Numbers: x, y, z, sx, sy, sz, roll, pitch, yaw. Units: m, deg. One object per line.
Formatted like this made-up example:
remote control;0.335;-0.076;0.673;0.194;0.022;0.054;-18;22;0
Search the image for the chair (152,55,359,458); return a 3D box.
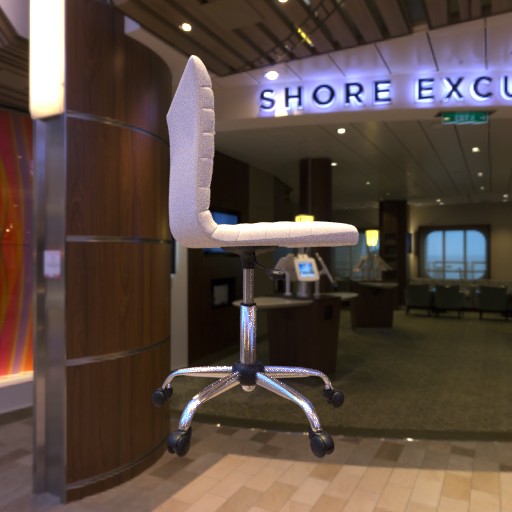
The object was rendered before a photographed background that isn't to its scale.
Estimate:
chair;0.000;0.000;1.040;0.455;0.750;0.520;0;0;-18
